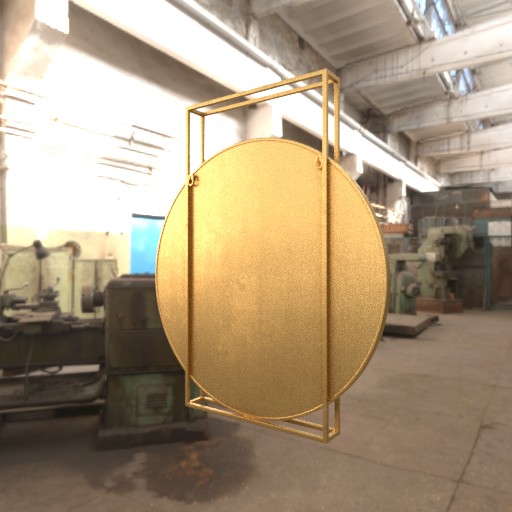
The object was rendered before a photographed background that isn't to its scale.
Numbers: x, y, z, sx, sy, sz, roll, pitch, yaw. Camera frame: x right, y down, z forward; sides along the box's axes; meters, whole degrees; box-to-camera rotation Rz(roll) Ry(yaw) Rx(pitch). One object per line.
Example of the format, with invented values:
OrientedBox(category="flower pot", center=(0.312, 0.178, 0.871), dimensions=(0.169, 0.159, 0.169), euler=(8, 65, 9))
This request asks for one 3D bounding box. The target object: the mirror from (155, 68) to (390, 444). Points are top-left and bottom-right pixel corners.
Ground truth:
OrientedBox(category="mirror", center=(0.000, 0.000, 0.823), dimensions=(0.508, 0.603, 0.051), euler=(0, 0, 36))
